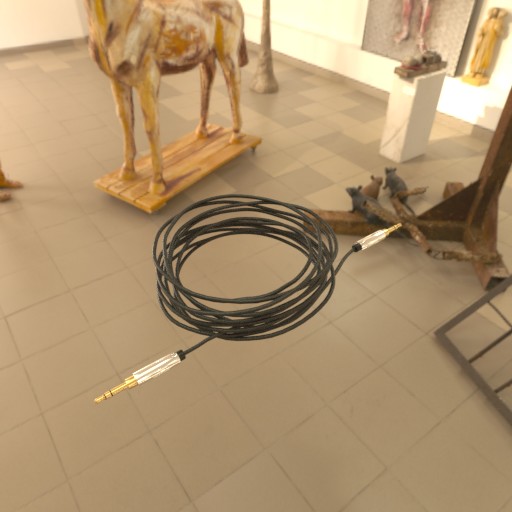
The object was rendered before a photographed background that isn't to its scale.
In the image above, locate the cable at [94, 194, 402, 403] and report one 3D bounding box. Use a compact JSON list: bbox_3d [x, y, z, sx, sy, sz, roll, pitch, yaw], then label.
[{"bbox_3d":[0.000,0.000,0.506,0.432,0.069,0.198,-25,46,-27],"label":"cable"}]
